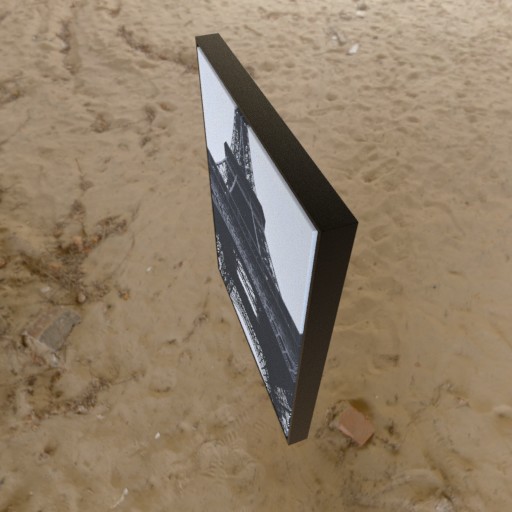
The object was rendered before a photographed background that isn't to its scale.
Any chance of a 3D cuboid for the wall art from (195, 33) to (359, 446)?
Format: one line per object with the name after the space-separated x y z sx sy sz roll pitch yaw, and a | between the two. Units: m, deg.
0.000 0.000 0.750 0.039 0.553 0.451 -15 50 -13 | wall art
